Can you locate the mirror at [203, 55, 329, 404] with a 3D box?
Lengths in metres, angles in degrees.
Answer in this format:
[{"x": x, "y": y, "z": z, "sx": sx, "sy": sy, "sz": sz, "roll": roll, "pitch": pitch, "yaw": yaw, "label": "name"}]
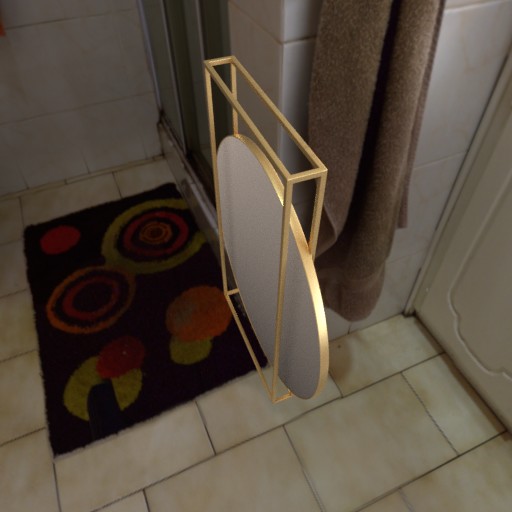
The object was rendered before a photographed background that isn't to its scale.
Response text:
[{"x": 0.000, "y": 0.000, "z": 0.821, "sx": 0.051, "sy": 0.603, "sz": 0.508, "roll": -17, "pitch": 50, "yaw": -14, "label": "mirror"}]
